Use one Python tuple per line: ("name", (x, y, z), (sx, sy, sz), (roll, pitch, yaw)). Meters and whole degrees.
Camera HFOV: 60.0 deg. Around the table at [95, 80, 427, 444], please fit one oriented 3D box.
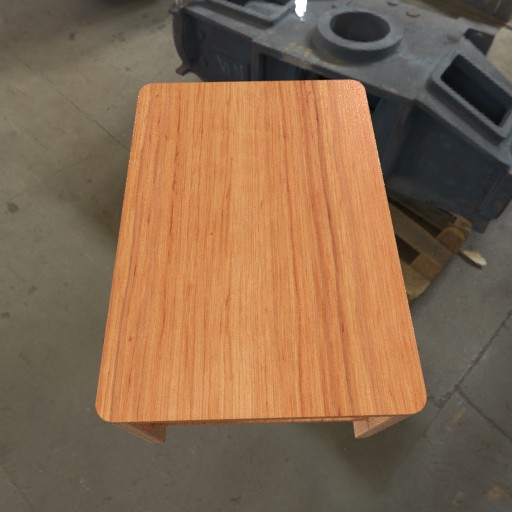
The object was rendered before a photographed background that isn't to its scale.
("table", (0.000, 0.000, 1.342), (0.696, 0.445, 0.997), (-1, 62, -1))
